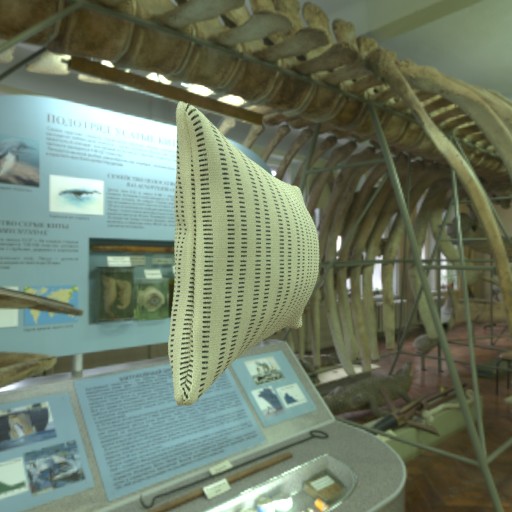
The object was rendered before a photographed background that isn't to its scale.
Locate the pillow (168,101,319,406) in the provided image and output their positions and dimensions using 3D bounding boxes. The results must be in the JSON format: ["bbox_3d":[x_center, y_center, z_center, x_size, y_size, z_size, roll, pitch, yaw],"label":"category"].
[{"bbox_3d":[0.000,0.000,0.809,0.210,0.353,0.640,0,0,17],"label":"pillow"}]
